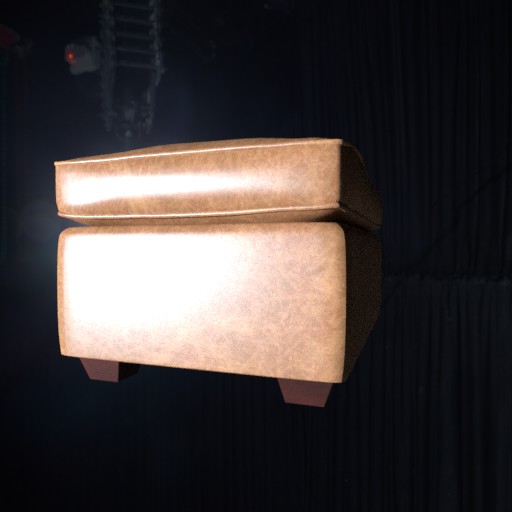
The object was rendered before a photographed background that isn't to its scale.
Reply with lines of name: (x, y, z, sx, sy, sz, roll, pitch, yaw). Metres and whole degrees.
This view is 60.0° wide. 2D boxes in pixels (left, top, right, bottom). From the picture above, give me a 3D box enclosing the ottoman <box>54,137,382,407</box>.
ottoman: (0.000, 0.000, 1.076, 0.554, 0.468, 0.756, 0, 1, 19)
